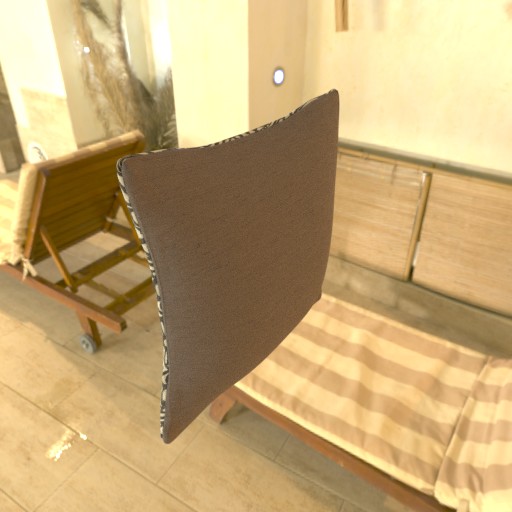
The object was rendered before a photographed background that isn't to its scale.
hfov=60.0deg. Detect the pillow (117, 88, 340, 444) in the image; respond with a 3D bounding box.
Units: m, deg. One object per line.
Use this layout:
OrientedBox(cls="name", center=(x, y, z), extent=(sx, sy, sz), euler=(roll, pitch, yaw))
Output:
OrientedBox(cls="pillow", center=(0.000, 0.000, 0.665), extent=(0.148, 0.417, 0.436), euler=(22, 37, 31))
